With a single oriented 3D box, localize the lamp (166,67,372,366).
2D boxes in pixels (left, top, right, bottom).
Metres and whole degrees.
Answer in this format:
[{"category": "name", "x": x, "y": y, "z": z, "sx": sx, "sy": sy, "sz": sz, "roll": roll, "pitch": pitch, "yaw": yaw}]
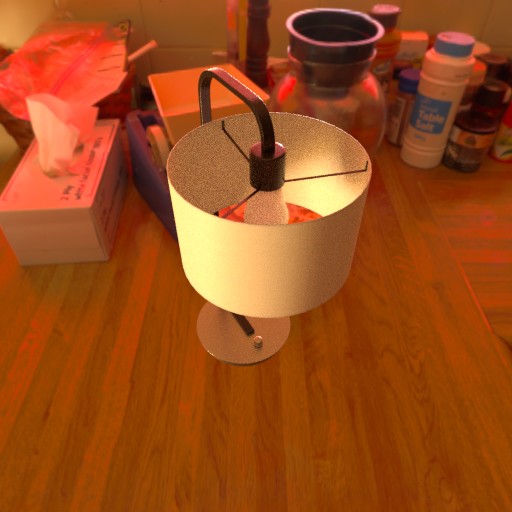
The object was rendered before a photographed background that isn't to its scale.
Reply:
[{"category": "lamp", "x": 0.000, "y": 0.000, "z": 0.646, "sx": 0.230, "sy": 0.473, "sz": 0.288, "roll": -22, "pitch": 49, "yaw": -21}]
